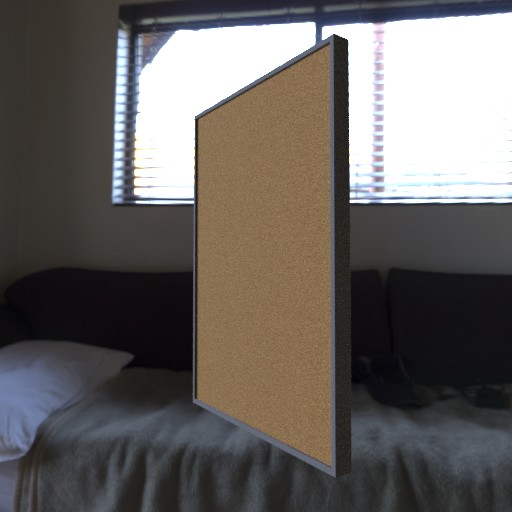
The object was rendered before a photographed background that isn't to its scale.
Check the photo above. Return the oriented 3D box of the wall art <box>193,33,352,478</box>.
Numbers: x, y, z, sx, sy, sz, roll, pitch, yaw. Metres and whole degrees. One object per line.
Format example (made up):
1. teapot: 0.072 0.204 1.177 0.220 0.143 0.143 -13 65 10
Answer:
1. wall art: 0.000 0.000 0.967 0.039 0.753 0.511 1 -2 -36
